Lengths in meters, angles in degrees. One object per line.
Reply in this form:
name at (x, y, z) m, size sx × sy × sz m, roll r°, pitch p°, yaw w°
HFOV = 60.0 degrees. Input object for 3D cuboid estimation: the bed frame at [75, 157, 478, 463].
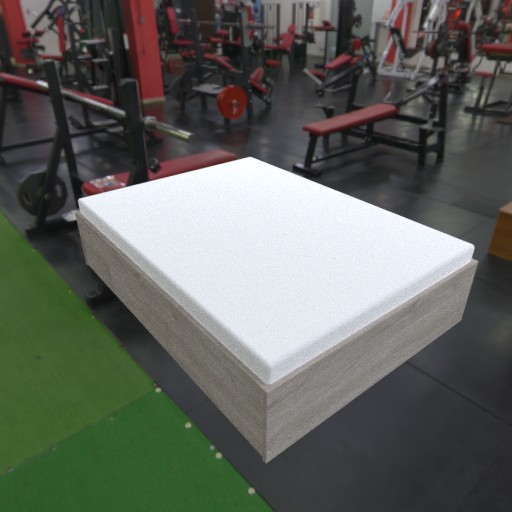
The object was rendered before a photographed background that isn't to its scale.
bed frame at (0.000, 0.000, 2.676) m, size 1.448 × 0.490 × 1.944 m, roll -22°, pitch 37°, yaw -33°
